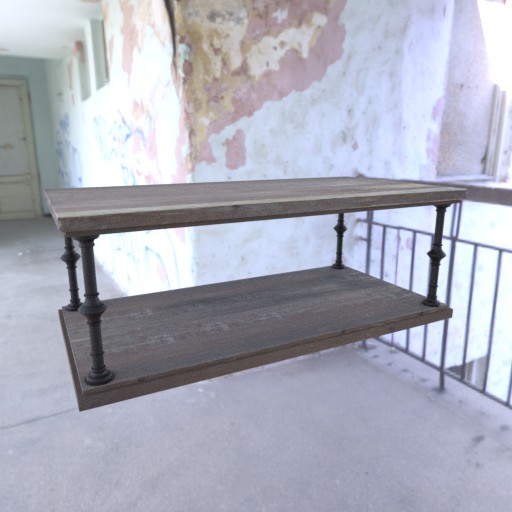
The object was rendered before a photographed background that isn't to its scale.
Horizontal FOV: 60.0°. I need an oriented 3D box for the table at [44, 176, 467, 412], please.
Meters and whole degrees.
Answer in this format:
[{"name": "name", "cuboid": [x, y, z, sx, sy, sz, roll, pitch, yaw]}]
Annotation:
[{"name": "table", "cuboid": [0.000, 0.000, 1.327, 1.088, 0.399, 0.554, -7, 16, -26]}]
